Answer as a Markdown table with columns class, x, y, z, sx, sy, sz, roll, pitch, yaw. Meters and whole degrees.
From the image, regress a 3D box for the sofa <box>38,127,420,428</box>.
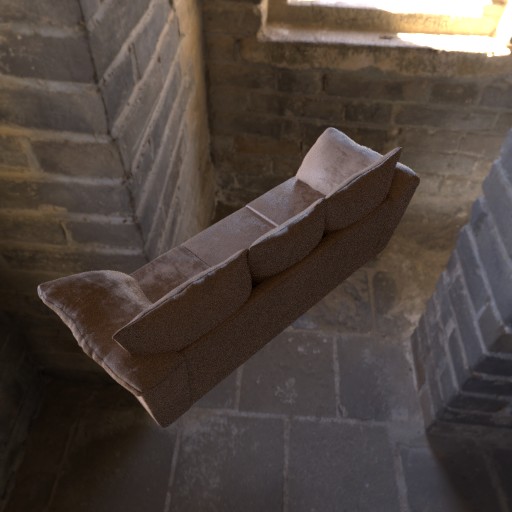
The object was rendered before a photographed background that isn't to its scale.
| class | x | y | z | sx | sy | sz | roll | pitch | yaw |
| --- | --- | --- | --- | --- | --- | --- | --- | --- | --- |
| sofa | 0.000 | 0.000 | 2.857 | 2.377 | 0.981 | 0.893 | -34 | 55 | -28 |
